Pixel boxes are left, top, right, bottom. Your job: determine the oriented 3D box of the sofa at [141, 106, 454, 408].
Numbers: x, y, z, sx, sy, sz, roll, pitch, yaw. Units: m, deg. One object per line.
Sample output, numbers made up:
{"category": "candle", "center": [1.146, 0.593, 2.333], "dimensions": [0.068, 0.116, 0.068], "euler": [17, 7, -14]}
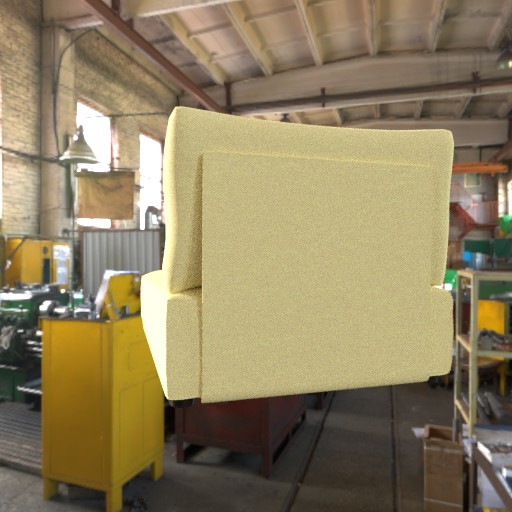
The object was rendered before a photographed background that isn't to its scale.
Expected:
{"category": "sofa", "center": [0.000, 0.000, 1.968], "dimensions": [0.930, 0.820, 1.450], "euler": [0, 0, -17]}
